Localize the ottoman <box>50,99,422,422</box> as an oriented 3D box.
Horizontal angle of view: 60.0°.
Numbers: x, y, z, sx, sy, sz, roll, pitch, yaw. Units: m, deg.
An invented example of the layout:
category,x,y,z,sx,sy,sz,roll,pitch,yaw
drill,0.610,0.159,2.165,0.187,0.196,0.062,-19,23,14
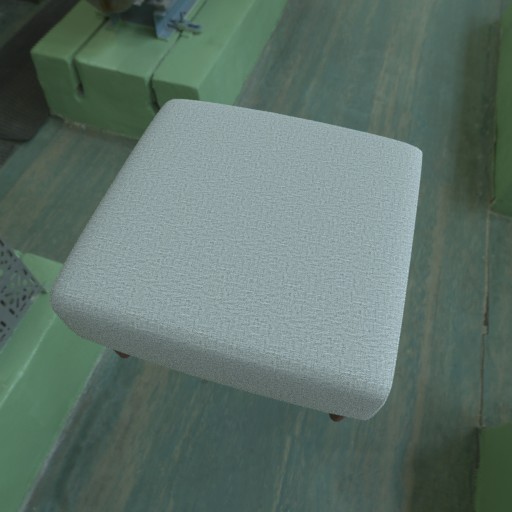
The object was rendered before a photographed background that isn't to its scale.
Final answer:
category,x,y,z,sx,sy,sz,roll,pitch,yaw
ottoman,0.000,0.000,1.069,0.650,0.398,0.649,14,58,9
